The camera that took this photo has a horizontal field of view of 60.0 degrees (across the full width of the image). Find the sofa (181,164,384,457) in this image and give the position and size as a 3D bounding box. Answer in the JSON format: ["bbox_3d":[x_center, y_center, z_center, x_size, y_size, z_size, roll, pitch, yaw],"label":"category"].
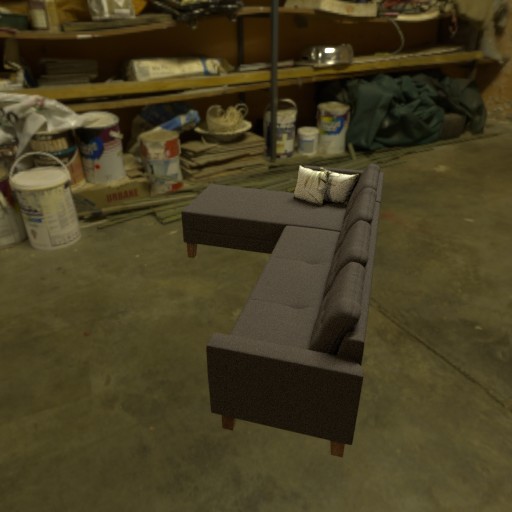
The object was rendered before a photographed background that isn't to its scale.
[{"bbox_3d":[0.000,0.000,3.537,1.829,0.932,2.679,8,31,14],"label":"sofa"}]
